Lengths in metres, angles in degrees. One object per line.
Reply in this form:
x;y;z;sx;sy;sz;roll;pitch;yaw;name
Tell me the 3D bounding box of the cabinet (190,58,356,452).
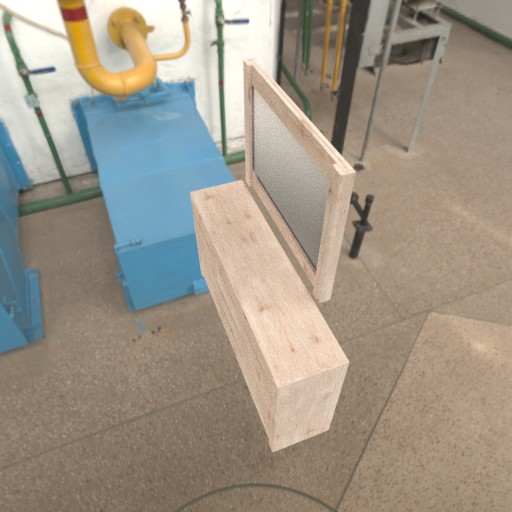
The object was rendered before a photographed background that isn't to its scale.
0.000;0.000;2.817;0.420;1.981;1.700;-16;49;-14;cabinet
